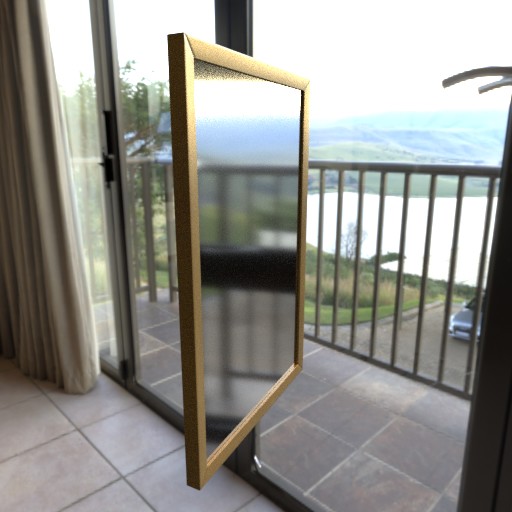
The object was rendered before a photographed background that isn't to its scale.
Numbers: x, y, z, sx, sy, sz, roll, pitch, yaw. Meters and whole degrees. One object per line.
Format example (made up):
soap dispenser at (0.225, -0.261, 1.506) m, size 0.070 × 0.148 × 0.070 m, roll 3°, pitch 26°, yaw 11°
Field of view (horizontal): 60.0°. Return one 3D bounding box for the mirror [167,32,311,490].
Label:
mirror at (0.000, 0.000, 1.126) m, size 0.040 × 0.915 × 0.609 m, roll 7°, pitch 16°, yaw 26°
